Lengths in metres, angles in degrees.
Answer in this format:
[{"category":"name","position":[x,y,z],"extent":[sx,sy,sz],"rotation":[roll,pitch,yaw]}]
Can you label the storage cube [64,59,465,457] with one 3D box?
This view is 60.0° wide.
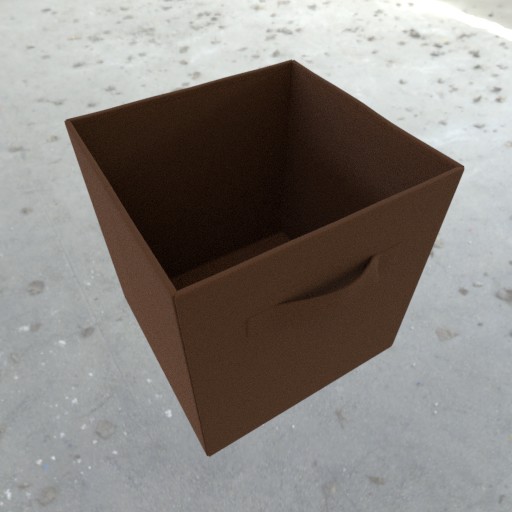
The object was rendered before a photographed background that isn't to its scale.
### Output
[{"category":"storage cube","position":[0.000,0.000,0.490],"extent":[0.270,0.280,0.270],"rotation":[-24,51,-21]}]
